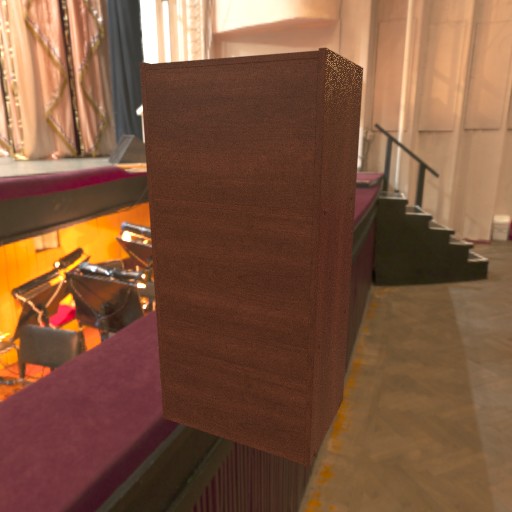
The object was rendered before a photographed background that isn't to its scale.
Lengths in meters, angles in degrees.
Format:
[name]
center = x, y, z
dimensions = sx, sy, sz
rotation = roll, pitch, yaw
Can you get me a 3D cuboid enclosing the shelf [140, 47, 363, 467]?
[shelf]
center = 0.000, 0.000, 1.103
dimensions = 0.414, 0.879, 0.290
rotation = 7, 17, 25
